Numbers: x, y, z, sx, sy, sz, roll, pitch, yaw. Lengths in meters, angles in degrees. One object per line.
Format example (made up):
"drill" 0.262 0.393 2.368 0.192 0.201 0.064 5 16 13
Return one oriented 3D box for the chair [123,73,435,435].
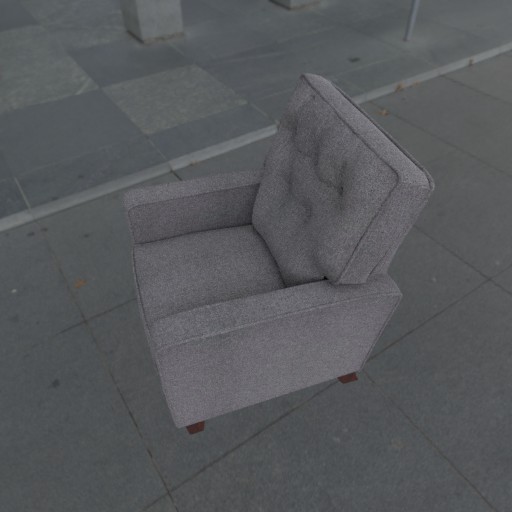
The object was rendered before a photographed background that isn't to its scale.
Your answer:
"chair" 0.000 0.000 1.401 0.775 0.889 0.650 -14 47 -13
